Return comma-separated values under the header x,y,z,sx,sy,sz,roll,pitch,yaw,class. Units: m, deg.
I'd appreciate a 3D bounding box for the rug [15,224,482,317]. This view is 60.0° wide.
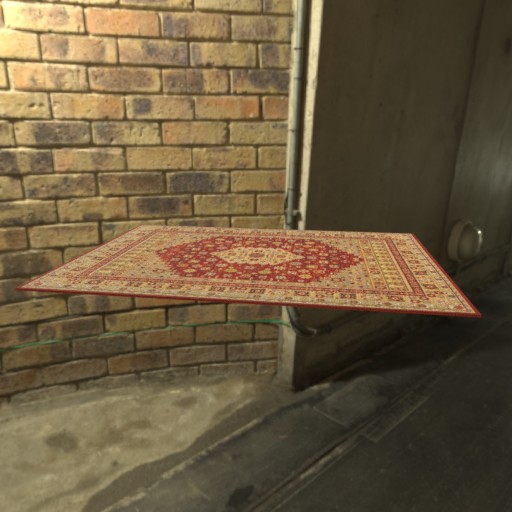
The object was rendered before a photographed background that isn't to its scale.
x,y,z,sx,sy,sz,roll,pitch,yaw,class
0.000,0.000,2.825,2.211,0.013,1.593,2,16,8,rug
